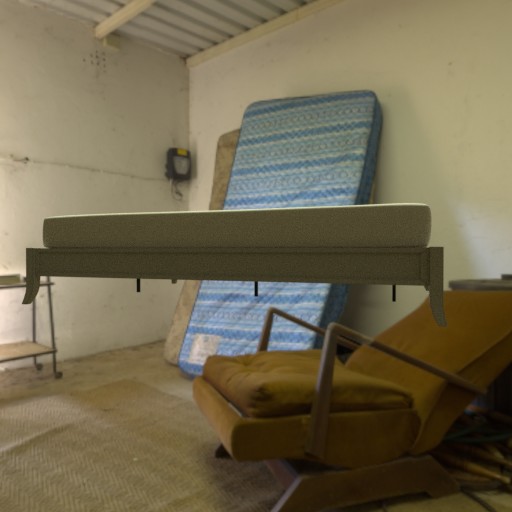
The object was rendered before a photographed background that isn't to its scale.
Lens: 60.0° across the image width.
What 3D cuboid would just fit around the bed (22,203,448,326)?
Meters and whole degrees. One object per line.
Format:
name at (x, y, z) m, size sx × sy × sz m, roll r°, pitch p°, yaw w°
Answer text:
bed at (0.000, 0.000, 2.786) m, size 2.108 × 0.510 × 1.604 m, roll 0°, pitch 1°, yaw 19°
